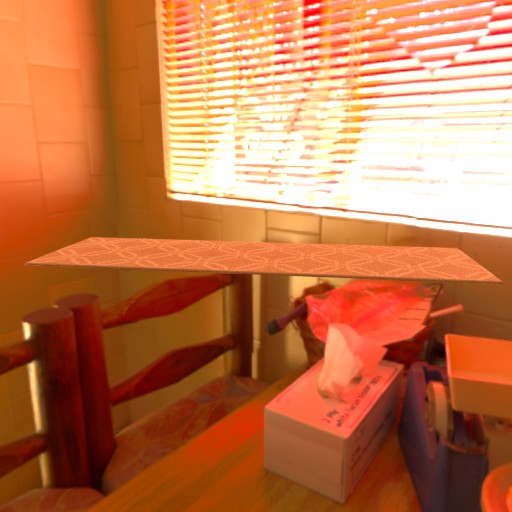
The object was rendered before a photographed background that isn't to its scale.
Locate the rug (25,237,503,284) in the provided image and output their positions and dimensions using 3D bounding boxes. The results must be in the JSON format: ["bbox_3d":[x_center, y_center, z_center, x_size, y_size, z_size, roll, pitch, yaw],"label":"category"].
[{"bbox_3d":[0.000,0.000,2.414,2.276,0.014,0.678,2,14,8],"label":"rug"}]
